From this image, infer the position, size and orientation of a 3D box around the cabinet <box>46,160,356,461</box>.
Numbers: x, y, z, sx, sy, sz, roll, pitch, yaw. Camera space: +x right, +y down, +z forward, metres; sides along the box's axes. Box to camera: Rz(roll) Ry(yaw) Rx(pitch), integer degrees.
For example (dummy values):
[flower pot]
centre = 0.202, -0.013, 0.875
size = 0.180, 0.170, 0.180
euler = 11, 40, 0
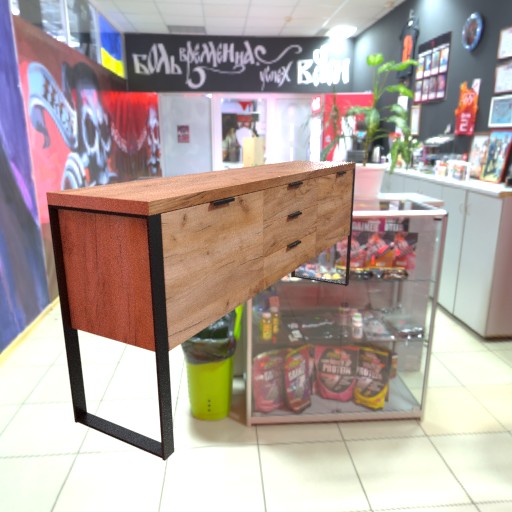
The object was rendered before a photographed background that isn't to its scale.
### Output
[cabinet]
centre = 0.000, 0.000, 2.044
size = 0.395, 0.762, 1.800
euler = 8, 17, 27
